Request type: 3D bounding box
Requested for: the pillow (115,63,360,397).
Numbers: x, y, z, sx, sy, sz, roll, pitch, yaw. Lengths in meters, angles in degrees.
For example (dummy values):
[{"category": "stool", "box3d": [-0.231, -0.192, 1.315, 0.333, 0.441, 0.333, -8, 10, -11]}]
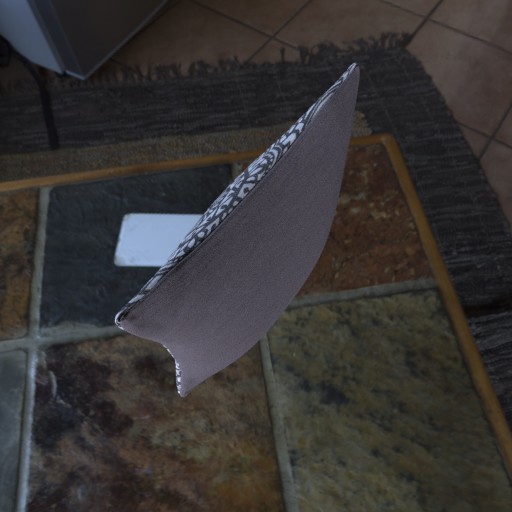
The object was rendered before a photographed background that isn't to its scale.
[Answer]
[{"category": "pillow", "box3d": [0.000, 0.000, 0.669, 0.148, 0.417, 0.436, 34, 69, 15]}]
